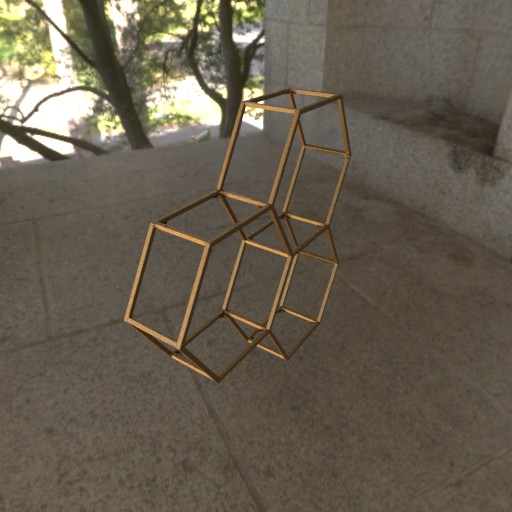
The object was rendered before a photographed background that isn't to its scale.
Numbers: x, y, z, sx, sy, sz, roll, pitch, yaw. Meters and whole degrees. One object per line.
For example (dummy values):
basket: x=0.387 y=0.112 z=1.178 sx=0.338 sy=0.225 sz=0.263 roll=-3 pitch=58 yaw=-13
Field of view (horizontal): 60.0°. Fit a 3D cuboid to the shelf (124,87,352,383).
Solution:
shelf: x=0.000 y=0.000 z=1.094 sx=0.150 sy=0.701 sz=0.708 roll=19 pitch=36 yaw=29
